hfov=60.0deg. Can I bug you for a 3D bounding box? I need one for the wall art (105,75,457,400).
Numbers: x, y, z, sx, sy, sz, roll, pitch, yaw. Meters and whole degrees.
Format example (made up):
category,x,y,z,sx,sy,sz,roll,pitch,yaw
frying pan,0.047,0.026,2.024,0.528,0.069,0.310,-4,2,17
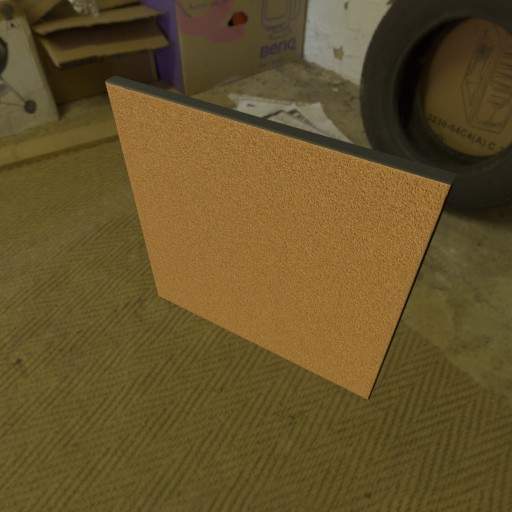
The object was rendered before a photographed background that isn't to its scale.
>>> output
category,x,y,z,sx,sy,sz,roll,pitch,yaw
wall art,0.000,0.000,0.680,0.456,0.453,0.022,23,50,21
